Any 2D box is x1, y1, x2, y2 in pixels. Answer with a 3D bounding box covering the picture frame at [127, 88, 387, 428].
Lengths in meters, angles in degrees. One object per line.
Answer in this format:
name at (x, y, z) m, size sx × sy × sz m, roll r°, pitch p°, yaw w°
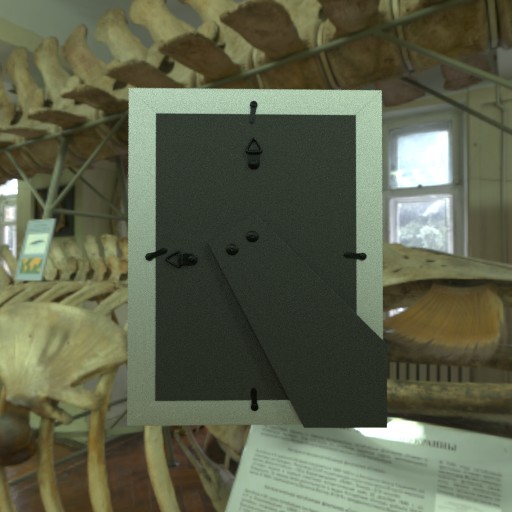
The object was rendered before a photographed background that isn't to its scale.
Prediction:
picture frame at (0.000, 0.000, 0.280) m, size 0.157 × 0.208 × 0.028 m, roll 0°, pitch -1°, yaw -2°
